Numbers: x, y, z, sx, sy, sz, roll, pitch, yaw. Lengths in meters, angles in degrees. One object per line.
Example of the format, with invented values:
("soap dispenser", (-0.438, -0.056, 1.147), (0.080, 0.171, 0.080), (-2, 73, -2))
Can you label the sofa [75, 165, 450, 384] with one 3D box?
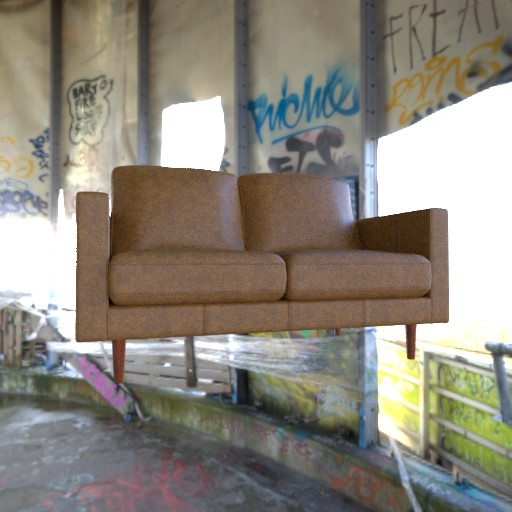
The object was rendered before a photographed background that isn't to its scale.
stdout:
("sofa", (0.000, 0.000, 2.154), (1.578, 0.951, 0.909), (0, -1, -18))
